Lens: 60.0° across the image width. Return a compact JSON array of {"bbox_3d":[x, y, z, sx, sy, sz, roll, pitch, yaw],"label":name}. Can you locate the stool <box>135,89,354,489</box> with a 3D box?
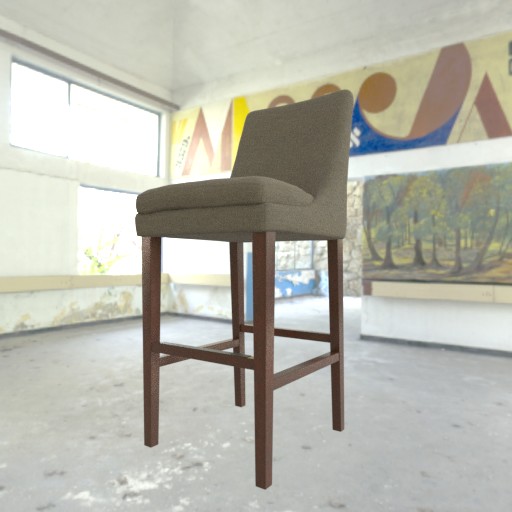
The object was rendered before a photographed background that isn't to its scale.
[{"bbox_3d":[0.000,0.000,1.349,0.470,1.078,0.577,0,0,35],"label":"stool"}]
